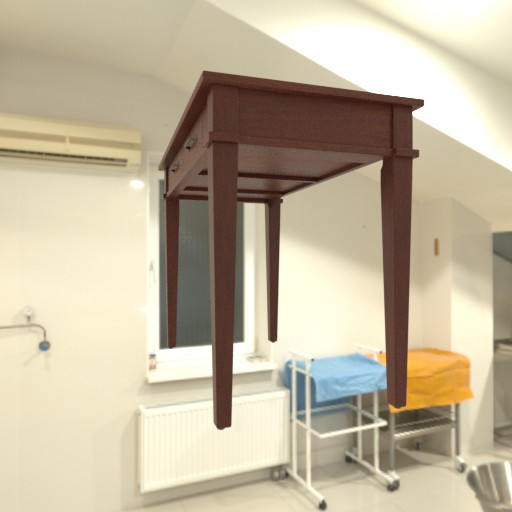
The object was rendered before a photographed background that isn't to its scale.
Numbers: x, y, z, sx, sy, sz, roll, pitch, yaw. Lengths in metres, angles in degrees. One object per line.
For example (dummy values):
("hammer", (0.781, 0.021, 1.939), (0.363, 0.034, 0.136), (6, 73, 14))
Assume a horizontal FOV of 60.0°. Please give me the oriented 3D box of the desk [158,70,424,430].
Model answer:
("desk", (0.000, 0.000, 1.475), (0.549, 0.762, 1.001), (0, 0, -18))
